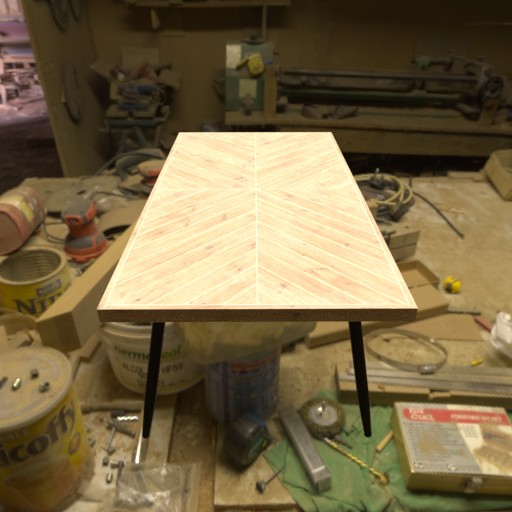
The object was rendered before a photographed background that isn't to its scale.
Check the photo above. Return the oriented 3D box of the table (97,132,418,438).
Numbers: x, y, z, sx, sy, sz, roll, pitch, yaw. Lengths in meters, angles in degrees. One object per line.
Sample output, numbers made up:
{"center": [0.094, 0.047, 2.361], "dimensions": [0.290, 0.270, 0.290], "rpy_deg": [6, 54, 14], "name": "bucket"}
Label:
{"center": [0.000, 0.000, 2.332], "dimensions": [0.991, 0.762, 1.803], "rpy_deg": [0, 32, 0], "name": "table"}
